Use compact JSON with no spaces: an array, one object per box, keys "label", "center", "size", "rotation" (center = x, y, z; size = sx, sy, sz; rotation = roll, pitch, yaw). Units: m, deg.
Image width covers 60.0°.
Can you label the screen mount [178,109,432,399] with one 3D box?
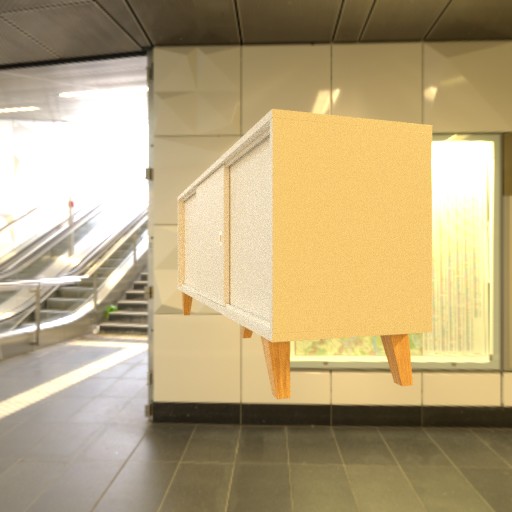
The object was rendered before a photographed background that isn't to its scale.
[{"label":"screen mount","center":[0.000,0.000,1.695],"size":[0.400,0.619,1.490],"rotation":[0,0,-18]}]
